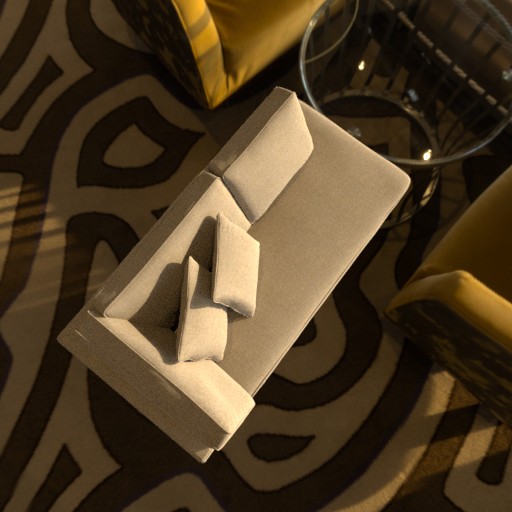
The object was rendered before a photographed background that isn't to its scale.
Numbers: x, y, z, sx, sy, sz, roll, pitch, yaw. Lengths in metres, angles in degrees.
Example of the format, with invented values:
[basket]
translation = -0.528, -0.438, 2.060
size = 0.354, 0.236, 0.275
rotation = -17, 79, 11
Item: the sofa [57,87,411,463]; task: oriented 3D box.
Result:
[sofa]
translation = 0.000, 0.000, 2.882
size = 1.110, 1.019, 2.238
rotation = 37, 78, 9
